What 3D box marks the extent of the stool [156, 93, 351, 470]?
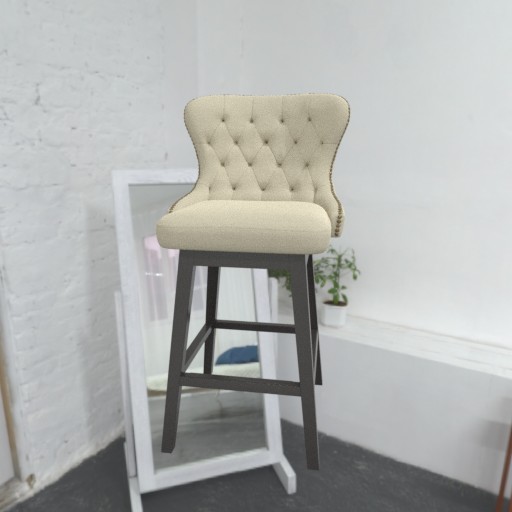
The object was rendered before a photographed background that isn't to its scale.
[{"bbox_3d":[0.000,0.000,1.334,0.528,0.971,0.593,2,15,9],"label":"stool"}]
